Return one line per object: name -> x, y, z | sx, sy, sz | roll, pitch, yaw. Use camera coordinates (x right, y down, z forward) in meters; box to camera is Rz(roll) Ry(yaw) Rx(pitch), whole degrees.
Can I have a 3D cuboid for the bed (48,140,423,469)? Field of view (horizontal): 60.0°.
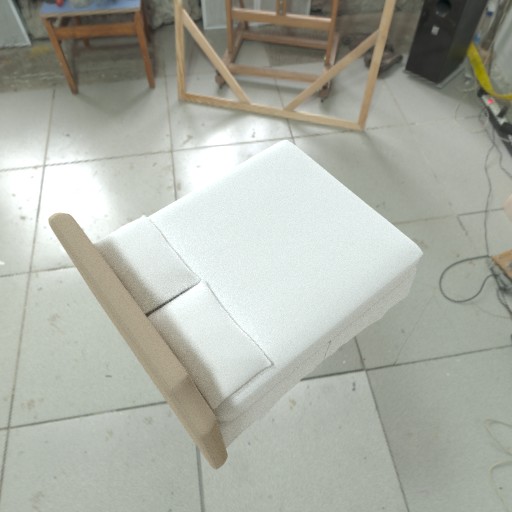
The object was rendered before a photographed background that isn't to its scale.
bed -> 0.000, 0.000, 3.349 | 2.204, 1.301, 1.828 | -34, 63, -20
